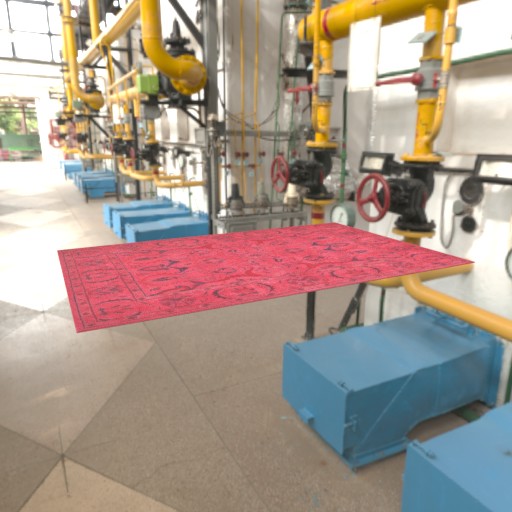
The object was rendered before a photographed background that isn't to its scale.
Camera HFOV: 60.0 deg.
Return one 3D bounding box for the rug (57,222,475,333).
[{"bbox_3d":[0.000,0.000,3.027,2.423,0.010,1.534,-7,17,-25],"label":"rug"}]
